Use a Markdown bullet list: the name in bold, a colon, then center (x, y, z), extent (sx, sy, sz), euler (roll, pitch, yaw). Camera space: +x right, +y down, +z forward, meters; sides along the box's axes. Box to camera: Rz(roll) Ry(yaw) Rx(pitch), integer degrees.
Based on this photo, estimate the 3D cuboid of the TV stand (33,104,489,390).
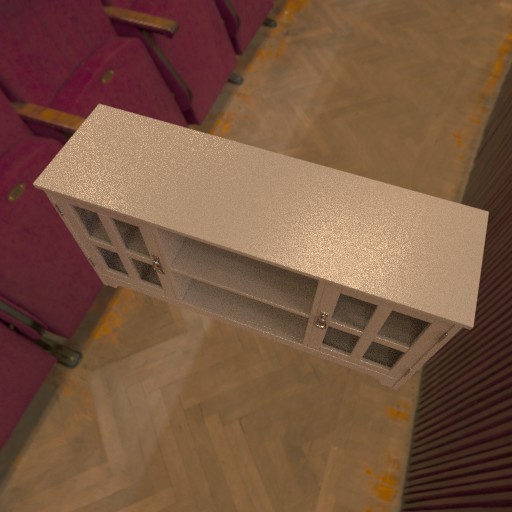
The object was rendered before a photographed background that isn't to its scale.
- **TV stand**: center (0.000, 0.000, 1.437), extent (1.167, 0.603, 0.344), euler (18, 61, 11)
